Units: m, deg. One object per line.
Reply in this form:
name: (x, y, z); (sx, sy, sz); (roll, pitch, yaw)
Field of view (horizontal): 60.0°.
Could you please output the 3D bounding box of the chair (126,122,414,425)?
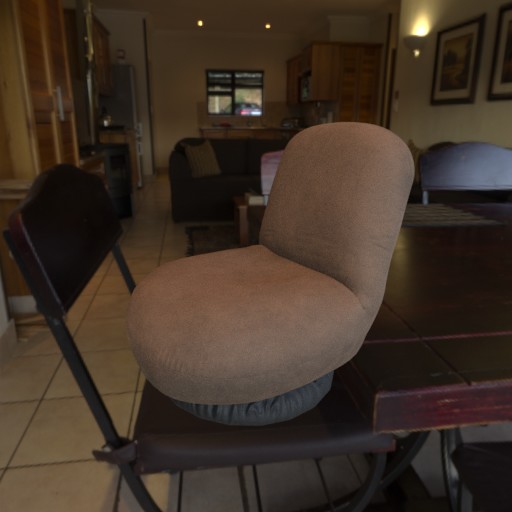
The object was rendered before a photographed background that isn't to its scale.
chair: (0.000, 0.000, 1.026); (0.597, 0.594, 0.521); (-8, 19, -26)
